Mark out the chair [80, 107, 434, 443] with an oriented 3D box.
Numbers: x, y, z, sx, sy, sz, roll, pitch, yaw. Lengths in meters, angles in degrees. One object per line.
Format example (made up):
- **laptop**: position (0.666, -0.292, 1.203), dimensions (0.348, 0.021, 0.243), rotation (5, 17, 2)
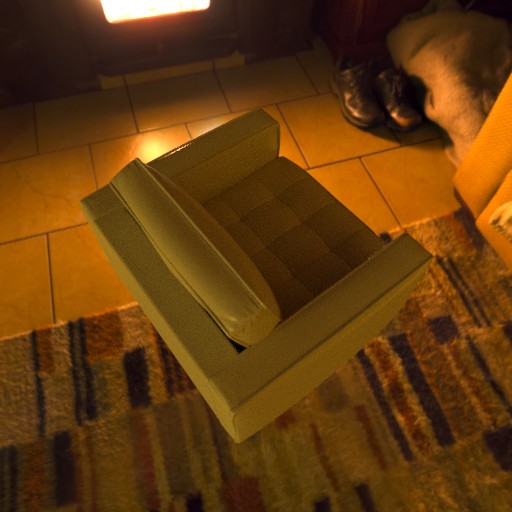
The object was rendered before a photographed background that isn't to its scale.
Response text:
- **chair**: position (0.000, 0.000, 1.596), dimensions (0.843, 0.773, 0.928), rotation (-33, 63, -19)
